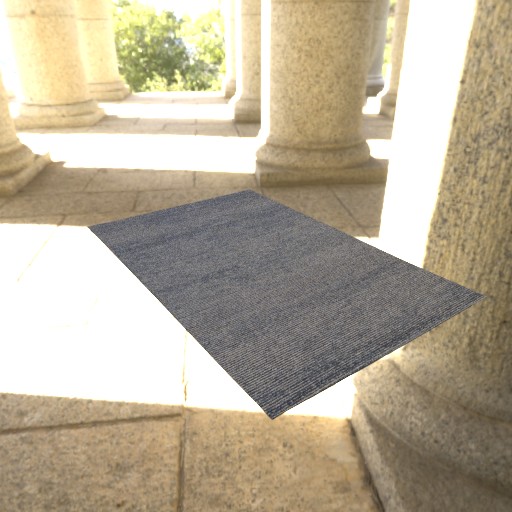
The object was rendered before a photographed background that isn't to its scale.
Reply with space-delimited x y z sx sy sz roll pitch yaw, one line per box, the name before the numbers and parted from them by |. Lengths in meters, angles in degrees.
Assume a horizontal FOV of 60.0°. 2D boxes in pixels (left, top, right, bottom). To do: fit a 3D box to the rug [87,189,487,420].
rug | 0.000 0.000 2.185 1.135 0.010 1.740 -18 32 -31
